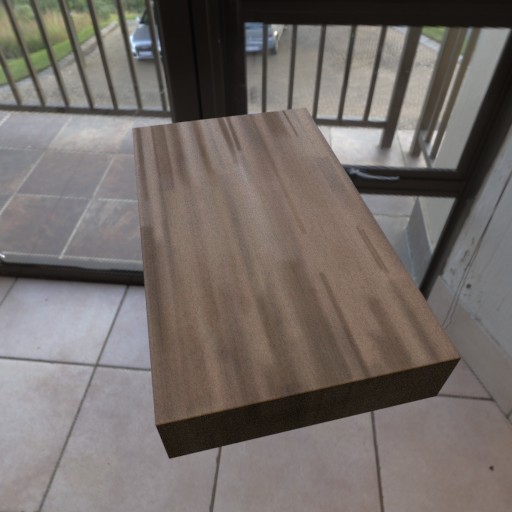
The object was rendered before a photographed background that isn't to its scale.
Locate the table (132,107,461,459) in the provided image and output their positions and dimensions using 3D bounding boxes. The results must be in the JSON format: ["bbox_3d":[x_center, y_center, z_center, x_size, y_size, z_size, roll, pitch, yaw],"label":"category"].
[{"bbox_3d":[0.000,0.000,1.373,0.643,0.347,1.088,-10,47,-9],"label":"table"}]
